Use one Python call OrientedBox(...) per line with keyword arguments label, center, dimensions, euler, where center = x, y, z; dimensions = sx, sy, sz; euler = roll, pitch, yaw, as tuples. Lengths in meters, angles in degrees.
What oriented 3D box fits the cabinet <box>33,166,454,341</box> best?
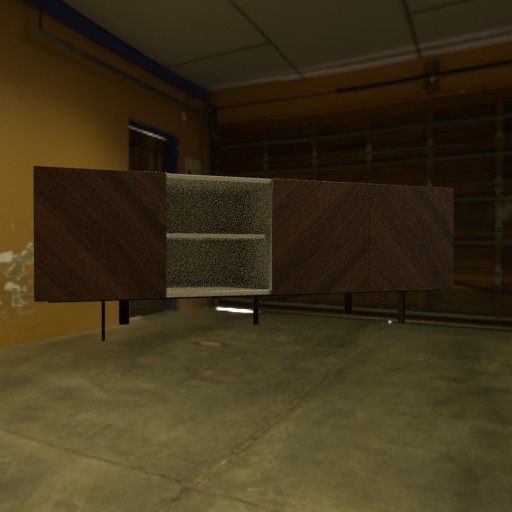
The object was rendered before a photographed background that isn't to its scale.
OrientedBox(label="cabinet", center=(0.000, 0.000, 1.726), dimensions=(1.499, 0.533, 0.431), euler=(0, 0, -18))
